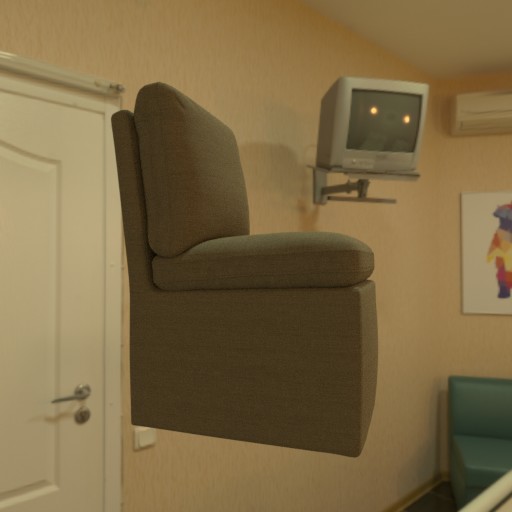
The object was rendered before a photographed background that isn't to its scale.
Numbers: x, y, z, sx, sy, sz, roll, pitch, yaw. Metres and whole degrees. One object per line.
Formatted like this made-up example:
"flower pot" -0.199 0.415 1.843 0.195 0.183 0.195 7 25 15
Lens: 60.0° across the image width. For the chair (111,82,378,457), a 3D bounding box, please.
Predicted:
"chair" 0.000 0.000 1.326 0.698 0.927 0.503 0 -1 19
